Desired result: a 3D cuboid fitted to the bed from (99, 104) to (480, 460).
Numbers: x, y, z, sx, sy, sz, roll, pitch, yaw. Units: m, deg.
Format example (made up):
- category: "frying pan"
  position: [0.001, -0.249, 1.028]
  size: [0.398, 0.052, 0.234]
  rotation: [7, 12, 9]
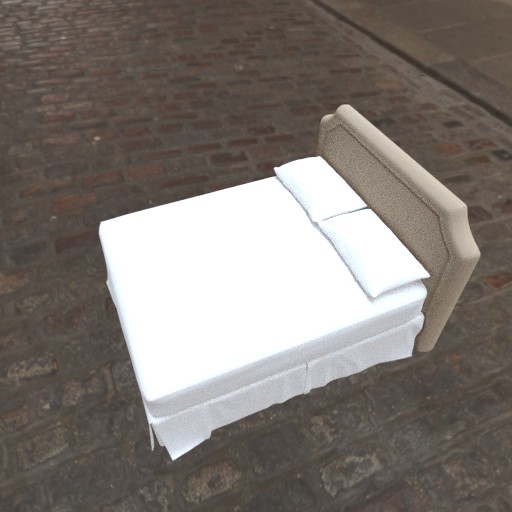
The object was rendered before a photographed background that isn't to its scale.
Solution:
- category: "bed"
  position: [0.000, 0.000, 3.246]
  size: [2.204, 1.301, 1.828]
  rotation: [-17, 49, -16]
